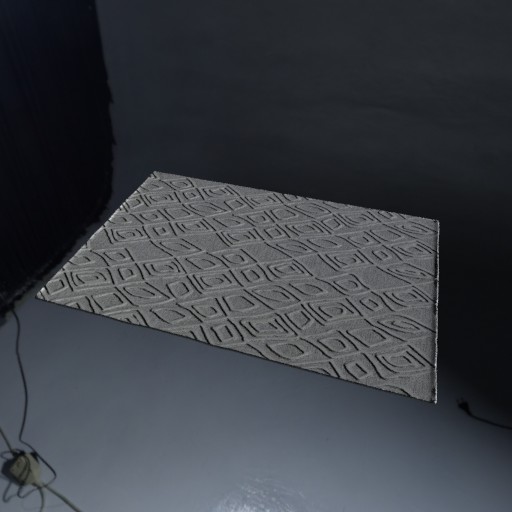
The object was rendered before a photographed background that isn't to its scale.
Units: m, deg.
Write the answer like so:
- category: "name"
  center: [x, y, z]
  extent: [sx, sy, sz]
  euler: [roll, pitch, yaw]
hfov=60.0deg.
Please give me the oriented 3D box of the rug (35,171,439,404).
- category: "rug"
  center: [0.000, 0.000, 2.332]
  extent: [1.832, 0.016, 1.224]
  euler: [12, 43, 13]
